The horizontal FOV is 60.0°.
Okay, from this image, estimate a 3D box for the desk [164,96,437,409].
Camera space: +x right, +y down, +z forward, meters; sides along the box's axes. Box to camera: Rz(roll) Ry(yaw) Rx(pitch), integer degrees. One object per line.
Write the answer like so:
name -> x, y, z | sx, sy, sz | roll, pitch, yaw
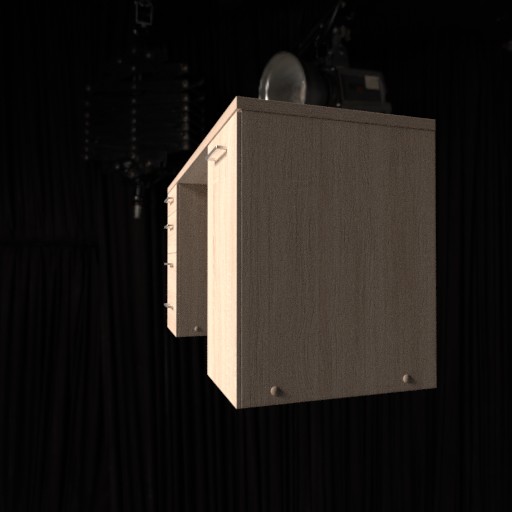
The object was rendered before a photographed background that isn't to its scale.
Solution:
desk -> 0.000, 0.000, 1.790 | 0.600, 0.740, 1.390 | 0, -1, -18
